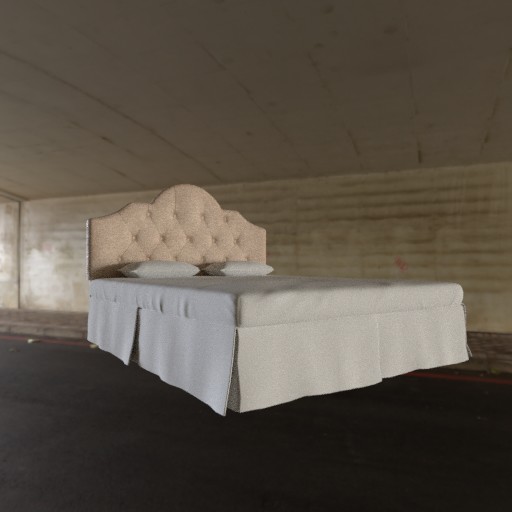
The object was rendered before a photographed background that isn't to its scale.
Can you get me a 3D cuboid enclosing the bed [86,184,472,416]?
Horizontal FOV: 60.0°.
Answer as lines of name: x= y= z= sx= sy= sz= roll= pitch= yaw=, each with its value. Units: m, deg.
bed: x=0.000 y=0.000 z=2.832 sx=1.667 sy=1.194 sz=1.970 roll=1 pitch=-1 yaw=-36
